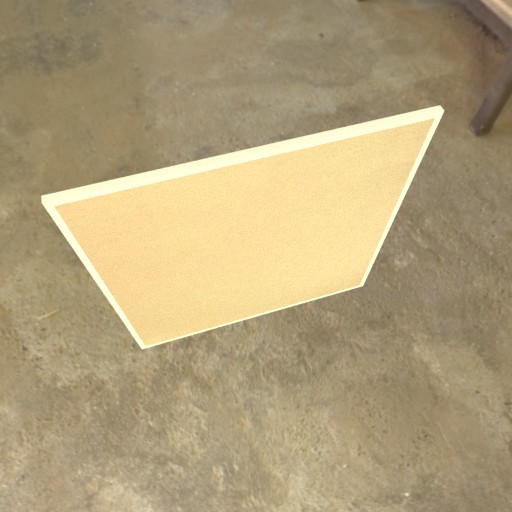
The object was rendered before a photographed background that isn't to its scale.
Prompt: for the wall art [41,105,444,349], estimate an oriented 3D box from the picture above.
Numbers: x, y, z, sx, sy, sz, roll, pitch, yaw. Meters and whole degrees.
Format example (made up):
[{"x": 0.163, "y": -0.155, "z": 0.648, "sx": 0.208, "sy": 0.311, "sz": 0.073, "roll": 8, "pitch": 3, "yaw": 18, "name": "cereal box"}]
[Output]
[{"x": 0.000, "y": 0.000, "z": 0.832, "sx": 0.557, "sy": 0.557, "sz": 0.012, "roll": -15, "pitch": 61, "yaw": -9, "name": "wall art"}]
